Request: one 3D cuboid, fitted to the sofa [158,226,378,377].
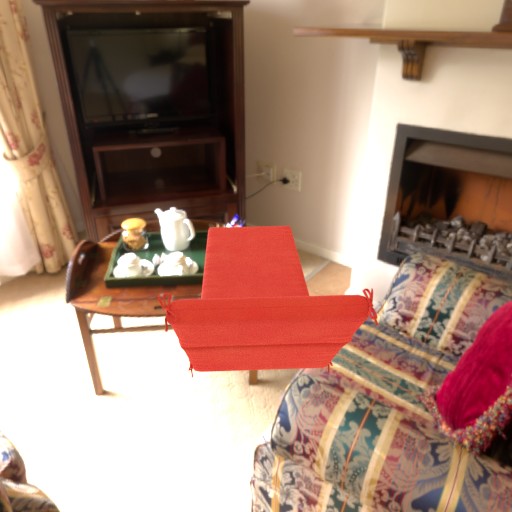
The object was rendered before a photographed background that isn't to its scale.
[{"bbox_3d":[0.000,0.000,1.953,0.582,0.622,1.663,-1,29,-2],"label":"sofa"}]
